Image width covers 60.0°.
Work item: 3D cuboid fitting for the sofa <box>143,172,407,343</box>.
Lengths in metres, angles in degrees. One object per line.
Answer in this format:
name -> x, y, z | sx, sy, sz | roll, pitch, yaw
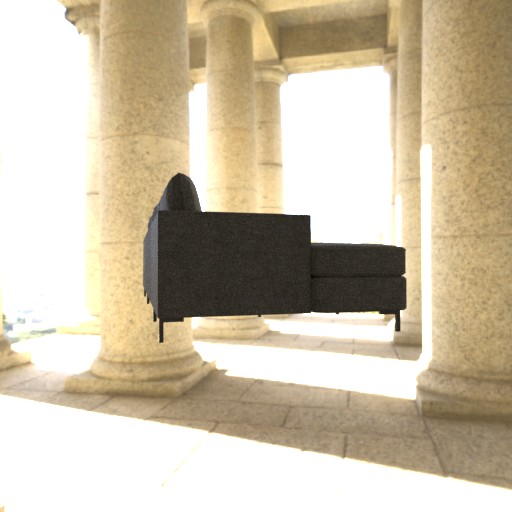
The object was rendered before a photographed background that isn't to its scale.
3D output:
sofa -> 0.000, 0.000, 4.305 | 2.048, 0.999, 3.423 | 0, -1, -16
